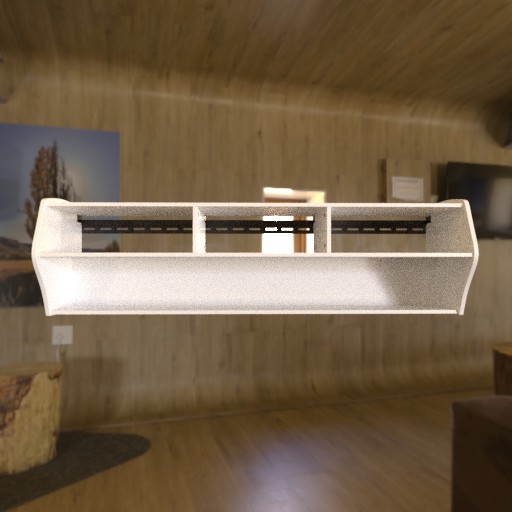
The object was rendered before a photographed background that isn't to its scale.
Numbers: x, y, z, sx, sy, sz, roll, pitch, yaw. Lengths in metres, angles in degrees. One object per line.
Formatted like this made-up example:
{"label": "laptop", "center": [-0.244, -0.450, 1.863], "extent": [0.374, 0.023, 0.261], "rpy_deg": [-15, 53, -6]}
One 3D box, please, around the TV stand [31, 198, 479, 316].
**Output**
{"label": "TV stand", "center": [0.000, 0.000, 1.657], "extent": [1.473, 0.424, 0.397], "rpy_deg": [0, -1, -1]}
